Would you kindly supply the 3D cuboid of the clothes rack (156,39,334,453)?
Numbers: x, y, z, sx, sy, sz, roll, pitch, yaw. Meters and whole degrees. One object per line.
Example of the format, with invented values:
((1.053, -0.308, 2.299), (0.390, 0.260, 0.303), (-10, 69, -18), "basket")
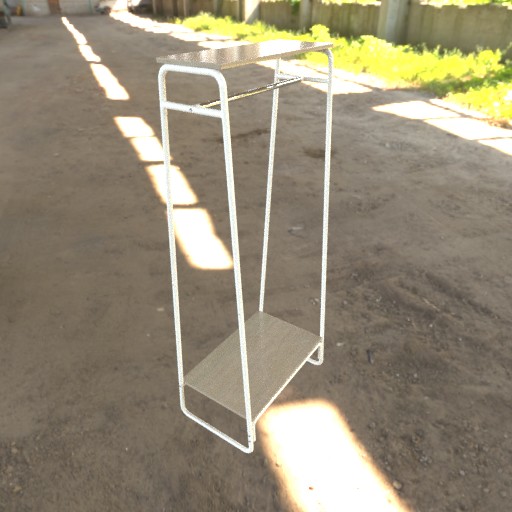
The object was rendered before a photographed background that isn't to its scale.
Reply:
((0.000, 0.000, 1.780), (0.400, 1.512, 0.640), (20, 36, 29), "clothes rack")
